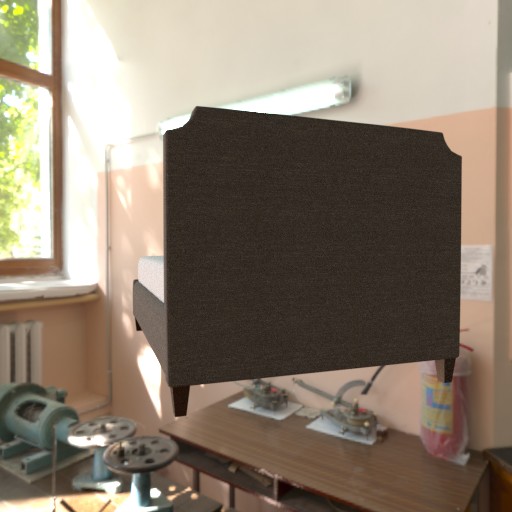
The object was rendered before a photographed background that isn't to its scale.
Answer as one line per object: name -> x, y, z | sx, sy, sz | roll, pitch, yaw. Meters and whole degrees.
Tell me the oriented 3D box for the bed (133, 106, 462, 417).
bed -> 0.000, 0.000, 3.425 | 1.713, 1.457, 2.381 | 0, 1, -19
